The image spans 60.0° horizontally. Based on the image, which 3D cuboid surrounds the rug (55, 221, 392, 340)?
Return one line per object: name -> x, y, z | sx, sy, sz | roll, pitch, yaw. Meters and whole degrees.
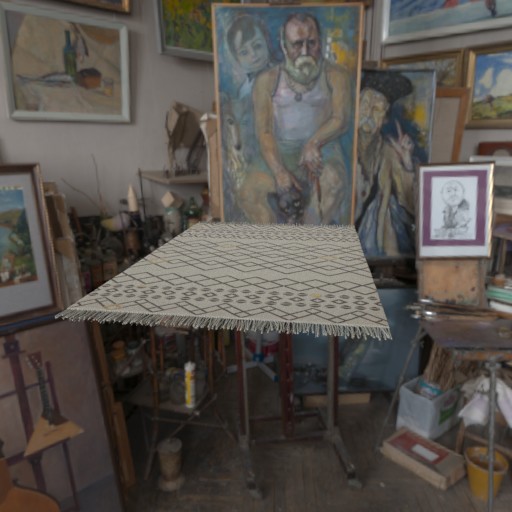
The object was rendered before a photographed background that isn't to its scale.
rug -> 0.000, 0.000, 3.073 | 1.495, 0.035, 2.472 | 2, 15, 8
